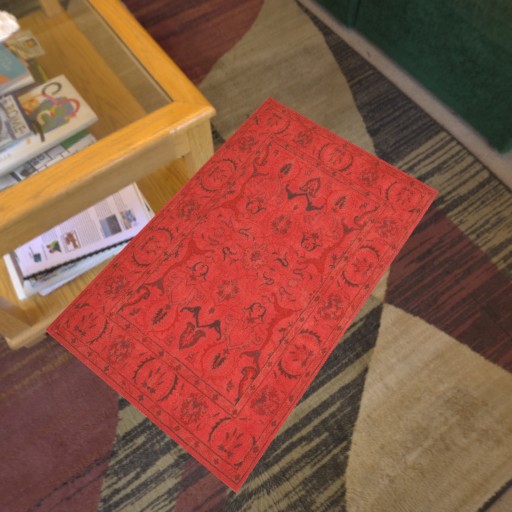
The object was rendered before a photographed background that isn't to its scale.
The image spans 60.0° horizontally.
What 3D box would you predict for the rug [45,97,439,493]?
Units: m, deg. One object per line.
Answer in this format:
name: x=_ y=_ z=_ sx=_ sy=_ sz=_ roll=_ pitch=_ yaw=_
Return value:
rug: x=0.000 y=0.000 z=3.023 sx=1.534 sy=0.010 sz=2.423 roll=34 pitch=70 yaw=14
